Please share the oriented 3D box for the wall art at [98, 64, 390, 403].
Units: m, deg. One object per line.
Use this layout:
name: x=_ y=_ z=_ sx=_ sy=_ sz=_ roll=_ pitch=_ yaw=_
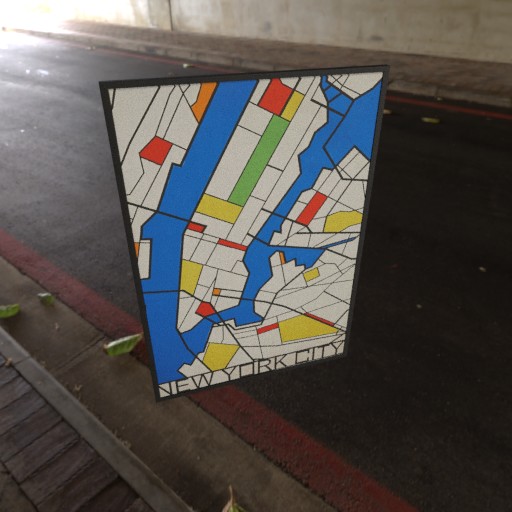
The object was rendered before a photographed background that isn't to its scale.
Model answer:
wall art: x=0.000 y=0.000 z=0.847 sx=0.457 sy=0.657 sz=0.013 roll=-10 pitch=34 yaw=-15
